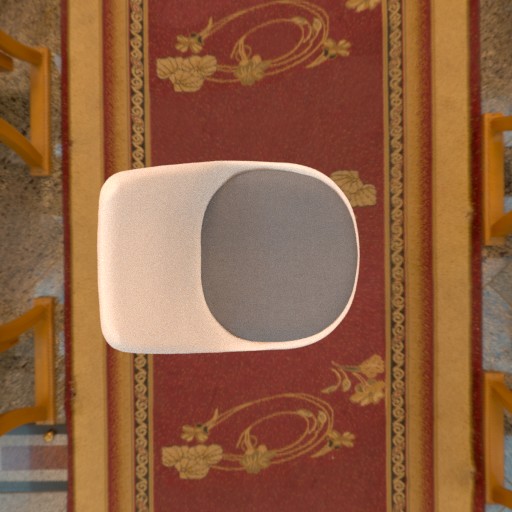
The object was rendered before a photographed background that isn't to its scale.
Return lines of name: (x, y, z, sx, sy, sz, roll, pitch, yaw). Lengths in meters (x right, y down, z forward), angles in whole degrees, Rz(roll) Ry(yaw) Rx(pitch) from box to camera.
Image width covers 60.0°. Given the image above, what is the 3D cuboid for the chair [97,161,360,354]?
chair: (0.000, 0.000, 1.187, 0.550, 0.850, 0.485, 0, 92, 1)
